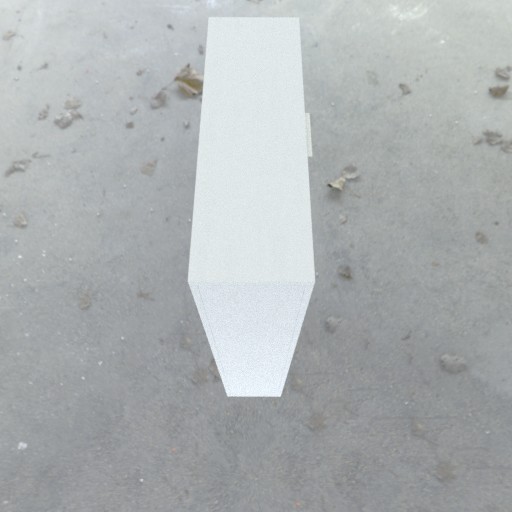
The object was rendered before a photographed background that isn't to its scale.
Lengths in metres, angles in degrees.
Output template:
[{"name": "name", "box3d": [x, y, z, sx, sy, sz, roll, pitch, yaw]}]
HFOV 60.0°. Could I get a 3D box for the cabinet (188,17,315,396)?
[{"name": "cabinet", "box3d": [0.000, 0.000, 1.559, 0.250, 1.280, 0.750, 0, 63, 0]}]
